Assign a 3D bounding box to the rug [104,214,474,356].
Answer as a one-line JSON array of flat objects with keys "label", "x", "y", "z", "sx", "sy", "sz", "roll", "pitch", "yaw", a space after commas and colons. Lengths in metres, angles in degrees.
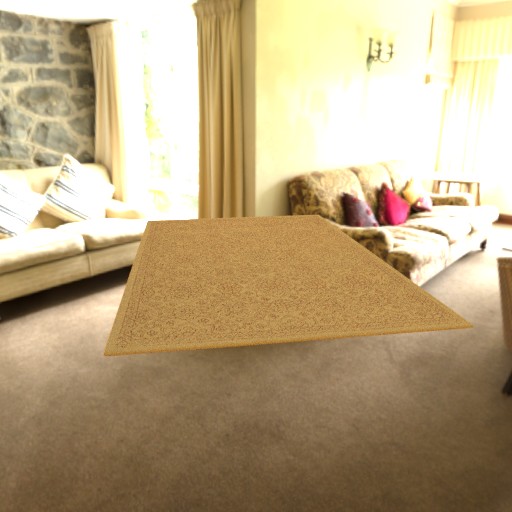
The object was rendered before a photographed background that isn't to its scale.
[{"label": "rug", "x": 0.000, "y": 0.000, "z": 2.278, "sx": 1.219, "sy": 0.010, "sz": 1.829, "roll": -3, "pitch": 18, "yaw": -9}]
